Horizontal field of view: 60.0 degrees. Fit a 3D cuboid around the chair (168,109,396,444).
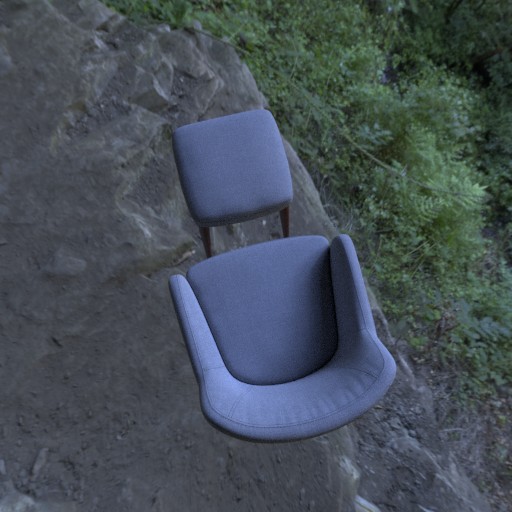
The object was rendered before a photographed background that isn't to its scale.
[{"bbox_3d":[0.000,0.000,1.532,0.584,0.799,1.107,-14,76,-4],"label":"chair"}]
